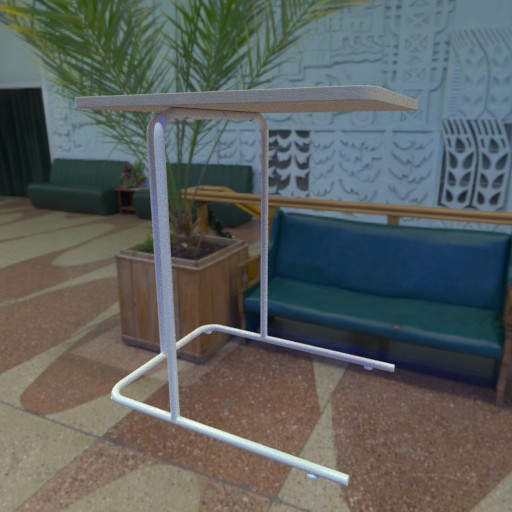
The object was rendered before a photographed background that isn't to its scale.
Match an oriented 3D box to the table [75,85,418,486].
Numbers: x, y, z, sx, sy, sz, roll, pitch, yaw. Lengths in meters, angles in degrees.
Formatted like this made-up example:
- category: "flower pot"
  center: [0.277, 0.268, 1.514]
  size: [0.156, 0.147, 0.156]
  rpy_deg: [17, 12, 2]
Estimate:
- category: "table"
  center: [0.000, 0.000, 0.826]
  size: [0.480, 0.550, 0.370]
  rpy_deg: [8, 18, 26]
